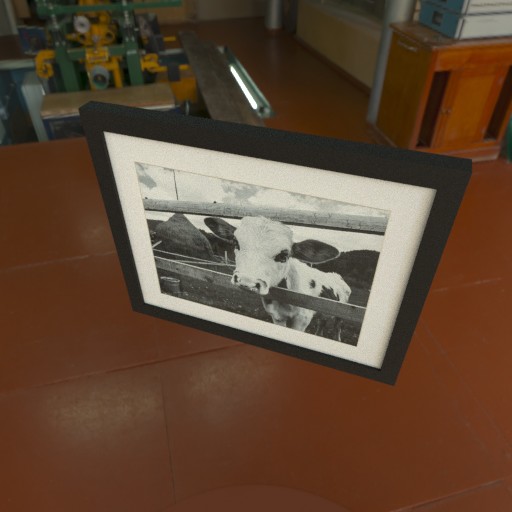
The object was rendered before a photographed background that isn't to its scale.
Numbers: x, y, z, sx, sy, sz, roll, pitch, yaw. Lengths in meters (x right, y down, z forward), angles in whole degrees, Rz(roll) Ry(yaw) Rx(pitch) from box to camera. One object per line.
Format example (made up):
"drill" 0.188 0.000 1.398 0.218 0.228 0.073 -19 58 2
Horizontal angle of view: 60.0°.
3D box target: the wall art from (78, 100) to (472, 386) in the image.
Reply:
"wall art" 0.000 0.000 0.549 0.404 0.329 0.024 13 43 15
